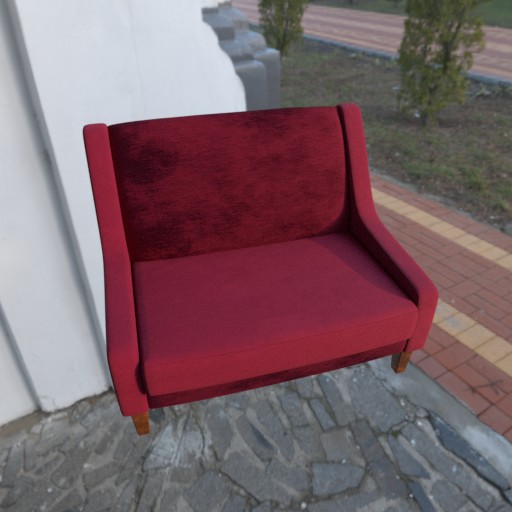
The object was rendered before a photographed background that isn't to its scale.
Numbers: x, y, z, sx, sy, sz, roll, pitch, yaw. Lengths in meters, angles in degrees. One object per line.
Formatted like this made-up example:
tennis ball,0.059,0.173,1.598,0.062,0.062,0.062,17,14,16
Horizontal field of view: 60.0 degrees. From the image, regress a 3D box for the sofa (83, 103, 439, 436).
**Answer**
sofa,0.000,0.000,1.877,1.242,0.976,0.946,-9,35,-13
